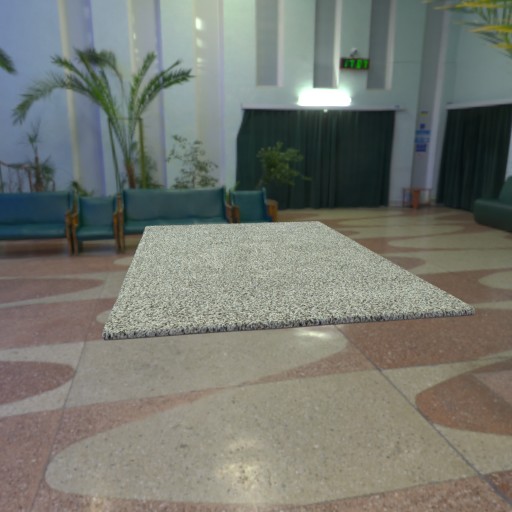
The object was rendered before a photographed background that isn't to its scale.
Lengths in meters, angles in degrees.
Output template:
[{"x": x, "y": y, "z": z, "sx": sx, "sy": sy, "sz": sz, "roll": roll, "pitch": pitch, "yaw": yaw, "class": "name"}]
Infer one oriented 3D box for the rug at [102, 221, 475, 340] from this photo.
[{"x": 0.000, "y": 0.000, "z": 2.251, "sx": 1.219, "sy": 0.030, "sz": 1.778, "roll": -2, "pitch": 14, "yaw": -9, "class": "rug"}]
